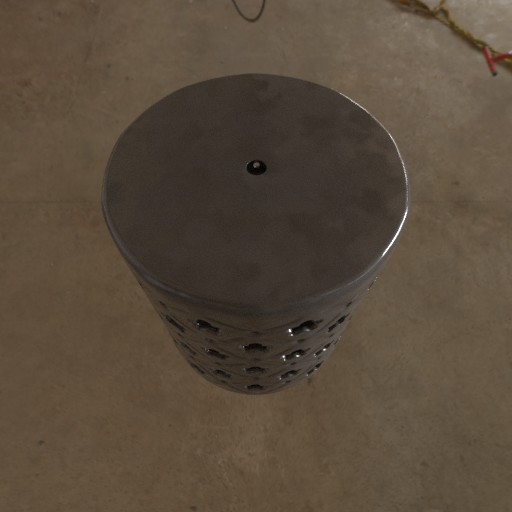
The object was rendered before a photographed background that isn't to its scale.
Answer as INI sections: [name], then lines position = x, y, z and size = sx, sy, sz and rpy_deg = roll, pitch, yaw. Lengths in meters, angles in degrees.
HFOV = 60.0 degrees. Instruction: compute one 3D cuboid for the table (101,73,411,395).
[table]
position = 0.000, 0.000, 0.664
size = 0.352, 0.387, 0.352
rpy_deg = 0, 59, 0
